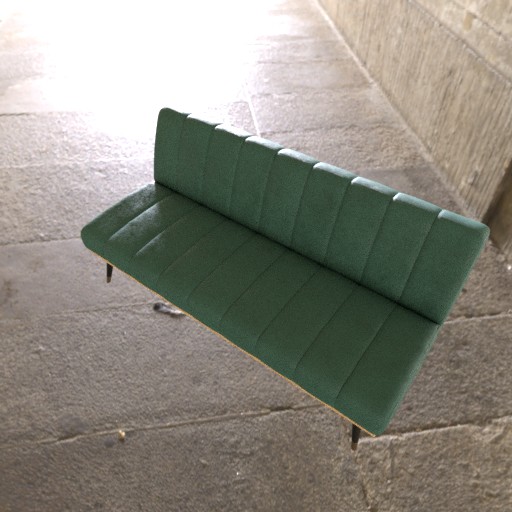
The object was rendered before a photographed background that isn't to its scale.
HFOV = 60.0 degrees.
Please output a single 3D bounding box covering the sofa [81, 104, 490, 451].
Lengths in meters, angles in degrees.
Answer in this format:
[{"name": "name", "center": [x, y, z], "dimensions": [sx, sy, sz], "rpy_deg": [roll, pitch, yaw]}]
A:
[{"name": "sofa", "center": [0.000, 0.000, 2.228], "dimensions": [1.810, 0.820, 0.830], "rpy_deg": [28, 52, 25]}]
